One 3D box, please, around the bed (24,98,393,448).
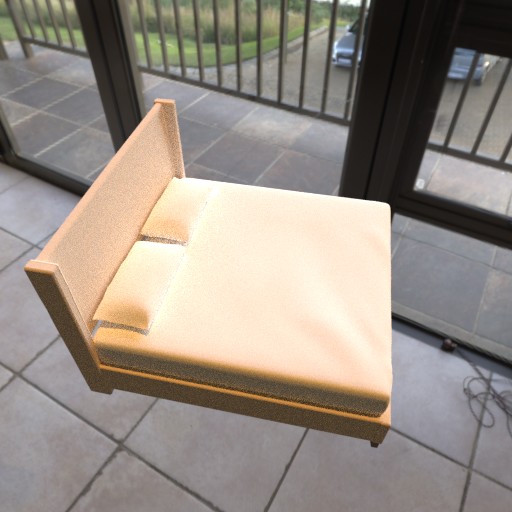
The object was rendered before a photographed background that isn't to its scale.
[{"bbox_3d":[0.000,0.000,3.631,2.293,1.471,2.145,9,46,8],"label":"bed"}]
